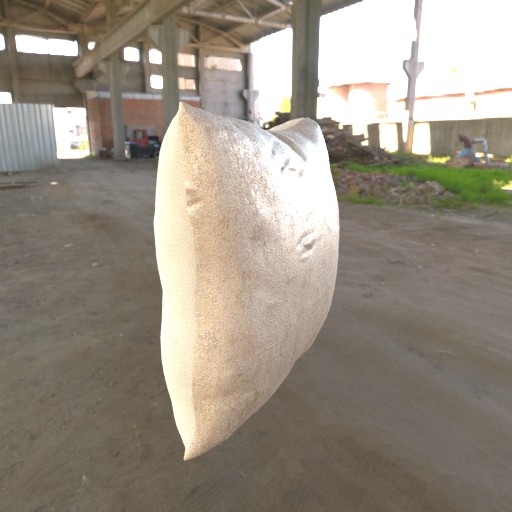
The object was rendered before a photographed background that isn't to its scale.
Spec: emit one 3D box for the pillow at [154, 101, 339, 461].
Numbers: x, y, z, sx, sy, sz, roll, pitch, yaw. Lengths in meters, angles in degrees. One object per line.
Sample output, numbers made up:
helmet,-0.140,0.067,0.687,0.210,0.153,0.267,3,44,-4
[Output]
pillow,0.000,0.000,0.720,0.245,0.448,0.450,7,16,26
